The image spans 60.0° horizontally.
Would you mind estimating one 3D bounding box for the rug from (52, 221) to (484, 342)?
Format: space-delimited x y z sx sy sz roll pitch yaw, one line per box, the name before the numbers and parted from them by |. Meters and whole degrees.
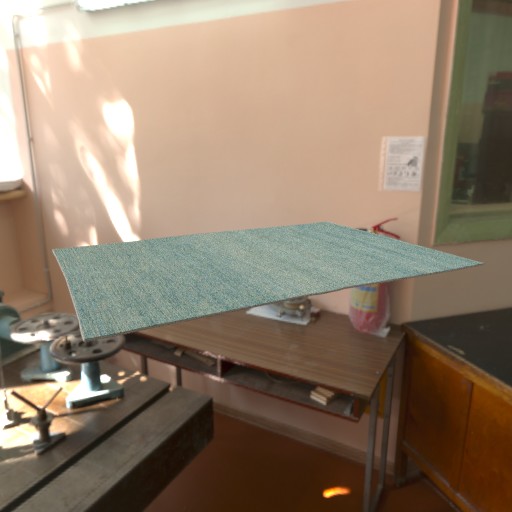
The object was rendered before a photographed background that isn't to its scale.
rug | 0.000 0.000 2.849 2.305 0.029 1.593 -7 16 -26
